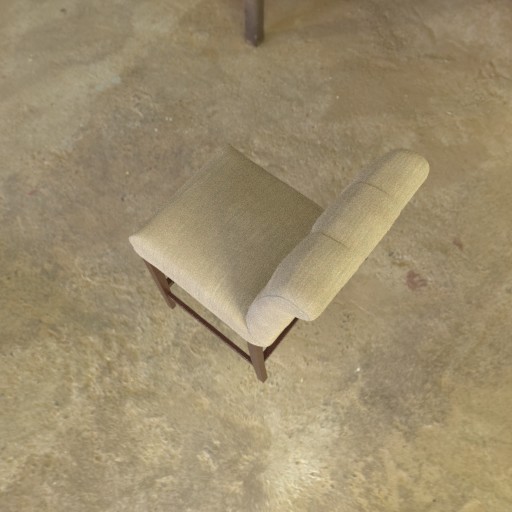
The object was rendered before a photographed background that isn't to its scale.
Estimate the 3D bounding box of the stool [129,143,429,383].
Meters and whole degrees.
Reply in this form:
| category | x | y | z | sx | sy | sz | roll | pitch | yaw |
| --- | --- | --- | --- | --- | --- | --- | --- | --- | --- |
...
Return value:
| category | x | y | z | sx | sy | sz | roll | pitch | yaw |
| --- | --- | --- | --- | --- | --- | --- | --- | --- | --- |
| stool | 0.000 | 0.000 | 1.462 | 0.660 | 1.084 | 0.486 | 36 | 70 | 16 |
